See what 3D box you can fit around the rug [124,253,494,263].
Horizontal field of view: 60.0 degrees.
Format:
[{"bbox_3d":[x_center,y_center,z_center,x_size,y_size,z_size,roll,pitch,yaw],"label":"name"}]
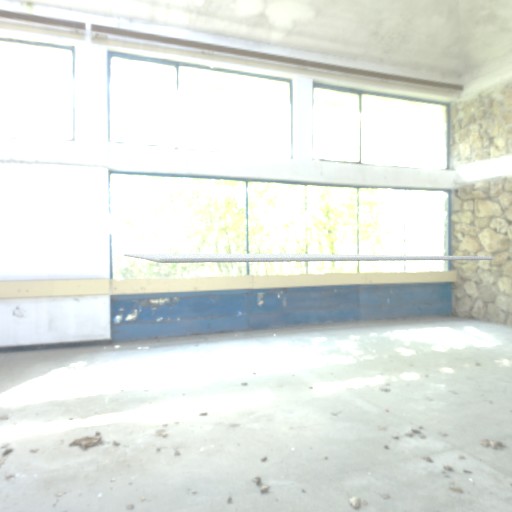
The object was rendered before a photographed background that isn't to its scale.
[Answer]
[{"bbox_3d":[0.000,0.000,2.290,1.219,0.013,1.829,0,1,-20],"label":"rug"}]
